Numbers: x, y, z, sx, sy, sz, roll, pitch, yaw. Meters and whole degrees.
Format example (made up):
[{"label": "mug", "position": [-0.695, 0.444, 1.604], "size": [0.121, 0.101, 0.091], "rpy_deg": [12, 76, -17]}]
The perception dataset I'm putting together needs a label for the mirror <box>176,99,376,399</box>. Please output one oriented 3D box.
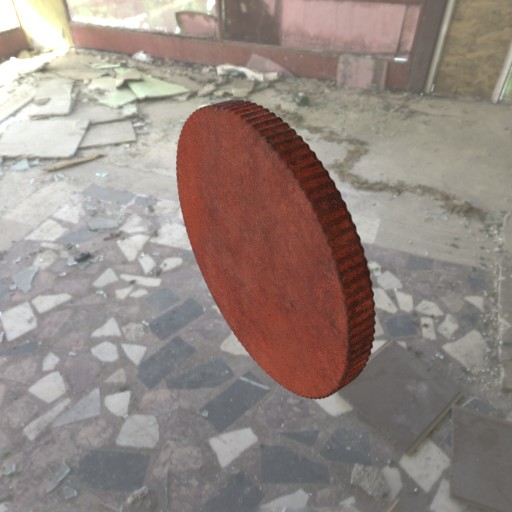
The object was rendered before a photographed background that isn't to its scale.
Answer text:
[{"label": "mirror", "position": [0.000, 0.000, 0.908], "size": [0.056, 0.609, 0.609], "rpy_deg": [-24, 47, -25]}]
